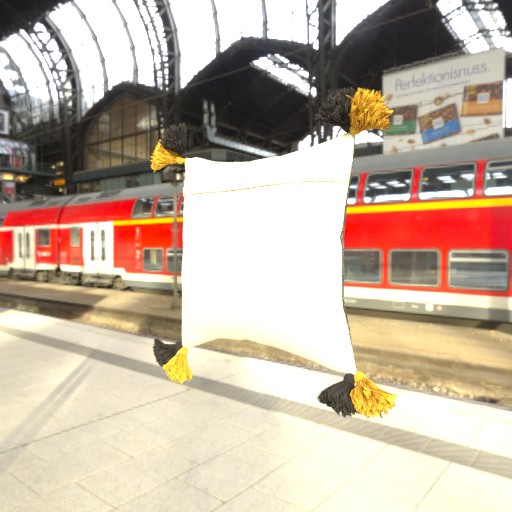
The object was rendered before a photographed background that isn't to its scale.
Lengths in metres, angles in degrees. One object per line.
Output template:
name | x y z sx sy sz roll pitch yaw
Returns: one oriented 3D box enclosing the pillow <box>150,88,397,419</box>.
pillow | 0.000 0.000 0.999 0.654 0.659 0.139 1 2 37
